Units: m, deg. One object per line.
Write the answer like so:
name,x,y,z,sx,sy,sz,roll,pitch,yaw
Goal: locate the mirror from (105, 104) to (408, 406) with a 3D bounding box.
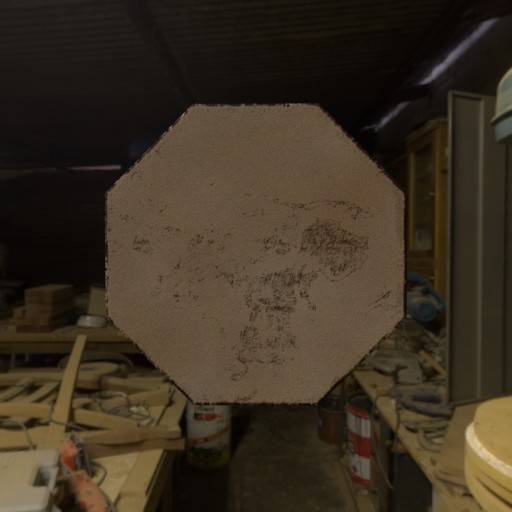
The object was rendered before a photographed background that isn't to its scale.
mirror,0.000,0.000,0.966,0.648,0.648,0.031,0,2,1
